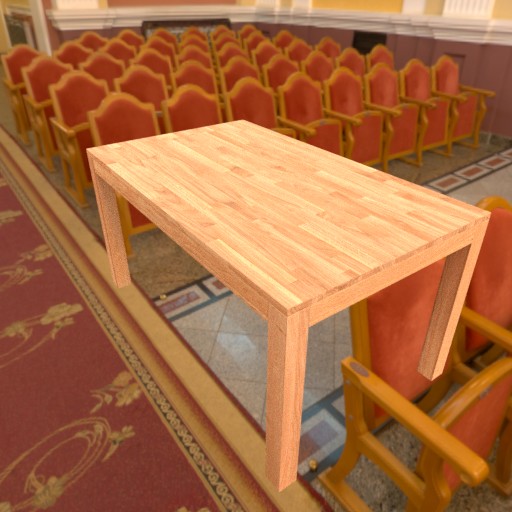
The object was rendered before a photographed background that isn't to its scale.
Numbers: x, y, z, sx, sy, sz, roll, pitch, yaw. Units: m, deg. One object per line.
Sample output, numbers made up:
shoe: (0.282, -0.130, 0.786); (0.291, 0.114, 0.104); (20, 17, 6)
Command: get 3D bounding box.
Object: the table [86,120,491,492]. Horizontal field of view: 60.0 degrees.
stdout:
table: (0.000, 0.000, 2.008); (0.900, 0.770, 1.500); (-21, 37, -30)
